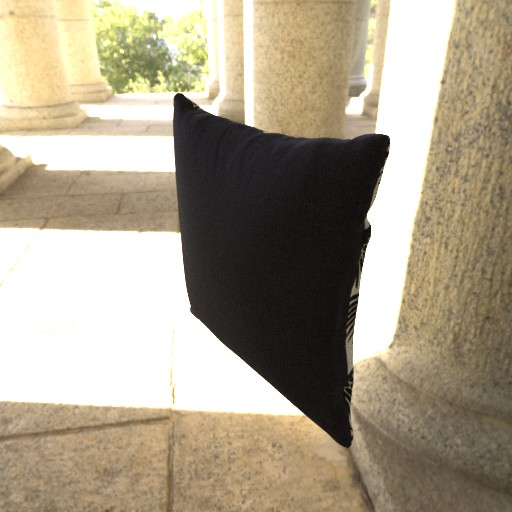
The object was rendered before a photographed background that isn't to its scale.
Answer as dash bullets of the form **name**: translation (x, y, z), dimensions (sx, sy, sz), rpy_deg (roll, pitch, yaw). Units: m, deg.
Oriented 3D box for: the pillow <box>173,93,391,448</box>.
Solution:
- **pillow**: translation (0.000, 0.000, 0.677), dimensions (0.139, 0.432, 0.432), rpy_deg (-19, 32, -33)
